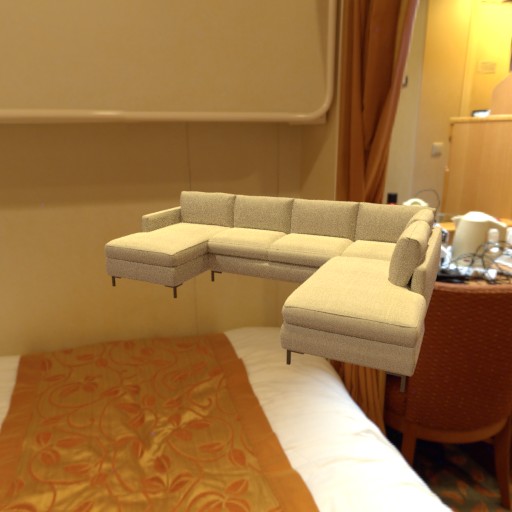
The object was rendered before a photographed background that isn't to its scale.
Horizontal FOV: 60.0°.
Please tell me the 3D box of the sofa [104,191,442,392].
[{"bbox_3d":[0.000,0.000,3.632,2.737,0.756,1.879,7,17,25],"label":"sofa"}]
